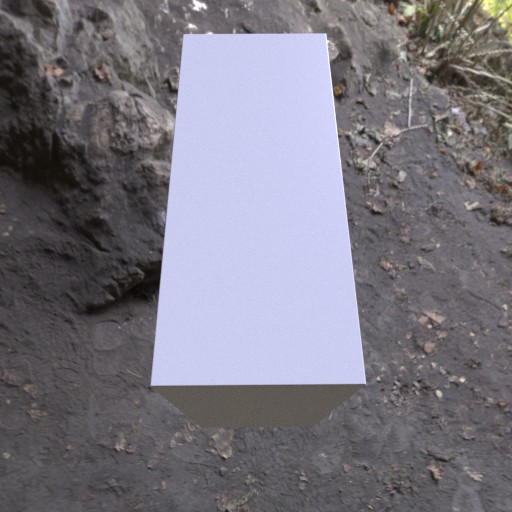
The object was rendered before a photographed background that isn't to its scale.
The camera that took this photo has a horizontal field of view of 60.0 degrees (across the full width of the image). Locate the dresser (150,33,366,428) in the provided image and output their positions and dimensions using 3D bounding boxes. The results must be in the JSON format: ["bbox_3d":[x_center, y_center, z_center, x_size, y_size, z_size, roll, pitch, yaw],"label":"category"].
[{"bbox_3d":[0.000,0.000,1.631,0.460,1.000,1.100,0,64,0],"label":"dresser"}]
